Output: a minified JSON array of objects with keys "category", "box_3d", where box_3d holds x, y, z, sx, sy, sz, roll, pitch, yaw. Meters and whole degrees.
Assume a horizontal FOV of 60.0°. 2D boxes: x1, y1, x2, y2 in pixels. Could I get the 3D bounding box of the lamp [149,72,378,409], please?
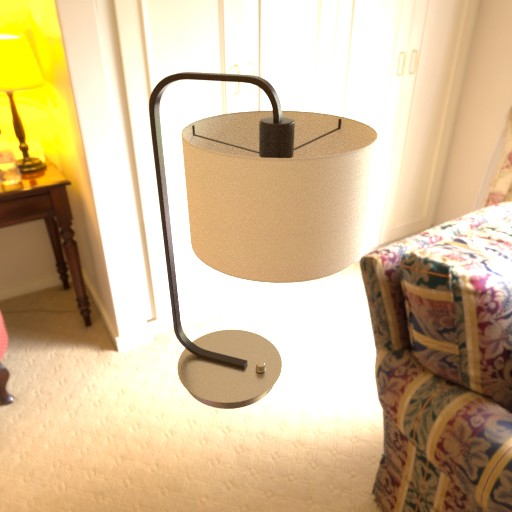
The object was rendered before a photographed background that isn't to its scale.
[{"category":"lamp","box_3d":[0.000,0.000,0.624,0.288,0.473,0.230,10,31,17]}]
